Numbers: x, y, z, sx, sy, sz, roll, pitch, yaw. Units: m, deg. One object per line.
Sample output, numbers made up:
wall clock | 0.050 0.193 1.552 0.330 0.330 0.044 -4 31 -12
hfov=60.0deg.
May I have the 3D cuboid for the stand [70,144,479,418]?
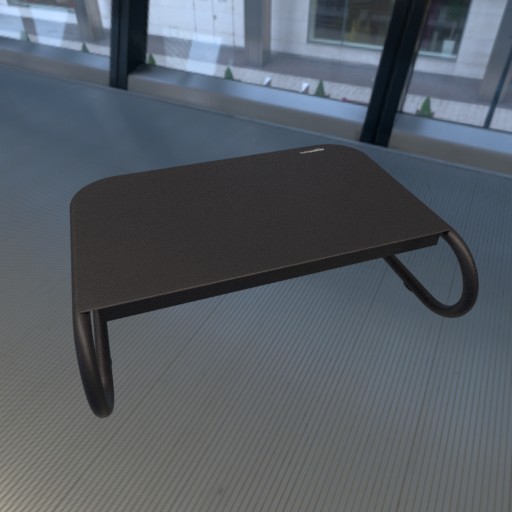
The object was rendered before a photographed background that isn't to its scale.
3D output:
stand | 0.000 0.000 0.494 0.370 0.108 0.280 -12 41 -14
